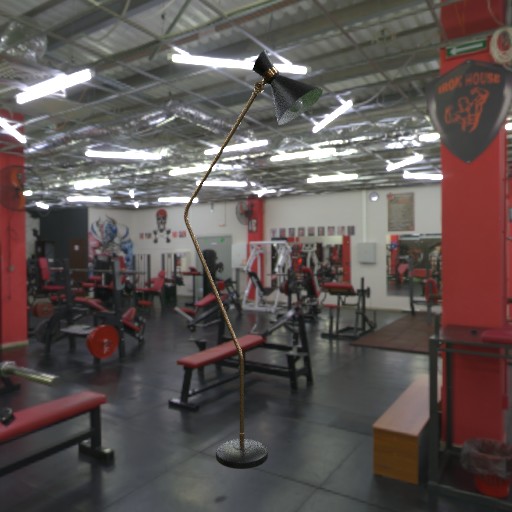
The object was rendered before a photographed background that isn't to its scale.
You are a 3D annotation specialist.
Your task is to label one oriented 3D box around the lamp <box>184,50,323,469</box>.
[{"bbox_3d":[0.000,0.000,1.602,0.467,1.438,0.277,1,1,35],"label":"lamp"}]
